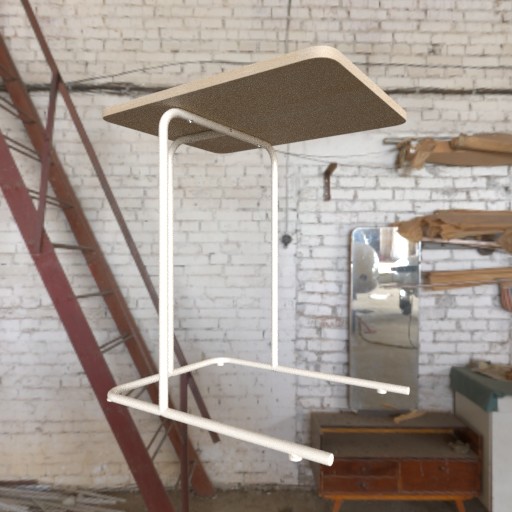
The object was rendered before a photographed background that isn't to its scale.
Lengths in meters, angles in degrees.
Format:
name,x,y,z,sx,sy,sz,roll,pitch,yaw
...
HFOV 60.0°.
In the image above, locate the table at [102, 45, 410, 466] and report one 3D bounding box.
name,x,y,z,sx,sy,sz,roll,pitch,yaw
table,0.000,0.000,0.854,0.480,0.550,0.370,0,0,35
